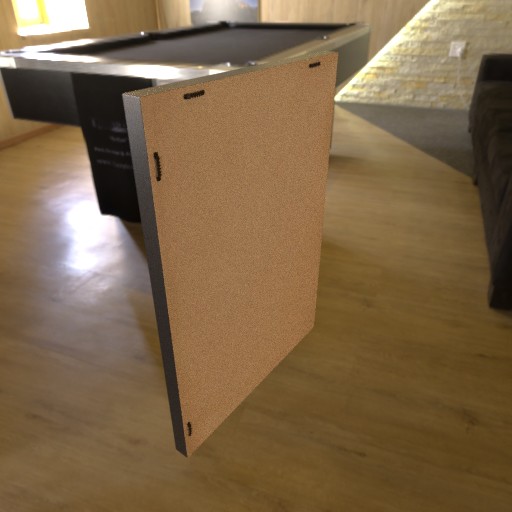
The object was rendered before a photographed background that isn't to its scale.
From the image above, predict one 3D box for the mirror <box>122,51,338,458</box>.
[{"bbox_3d":[0.000,0.000,0.900,0.039,0.710,0.507,21,38,31],"label":"mirror"}]
